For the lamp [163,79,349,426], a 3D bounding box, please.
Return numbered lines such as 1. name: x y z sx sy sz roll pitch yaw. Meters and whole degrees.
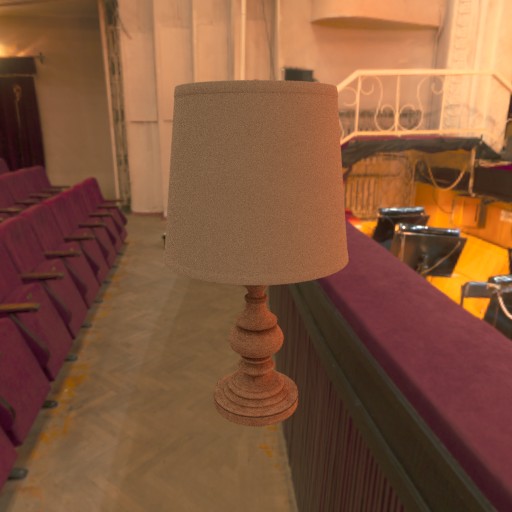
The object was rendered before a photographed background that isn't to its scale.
1. lamp: 0.000 0.000 0.667 0.273 0.497 0.273 0 16 0
